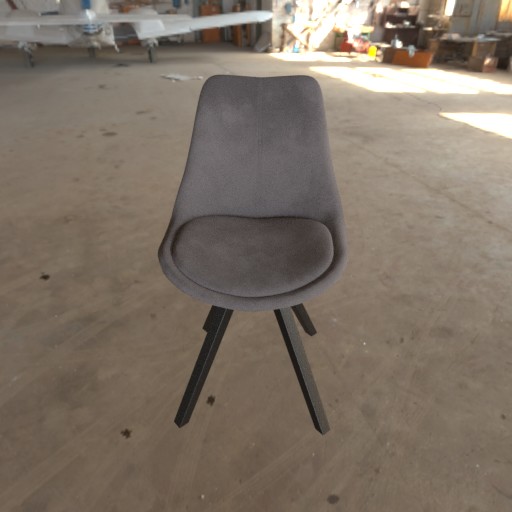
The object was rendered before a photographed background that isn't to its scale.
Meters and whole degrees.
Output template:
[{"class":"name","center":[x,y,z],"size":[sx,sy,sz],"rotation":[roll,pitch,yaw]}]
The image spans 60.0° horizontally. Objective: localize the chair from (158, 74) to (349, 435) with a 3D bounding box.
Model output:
[{"class":"chair","center":[0.000,0.000,1.200],"size":[0.476,0.850,0.550],"rotation":[2,30,3]}]
